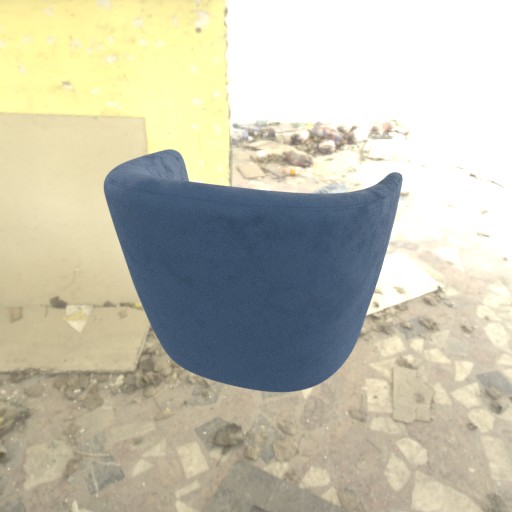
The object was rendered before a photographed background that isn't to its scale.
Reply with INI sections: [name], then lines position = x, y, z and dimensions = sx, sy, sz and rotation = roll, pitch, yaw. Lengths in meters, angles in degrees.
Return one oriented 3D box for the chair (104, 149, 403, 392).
[chair]
position = 0.000, 0.000, 1.344
dimensions = 0.773, 0.698, 0.767
rotation = 9, 32, 15
